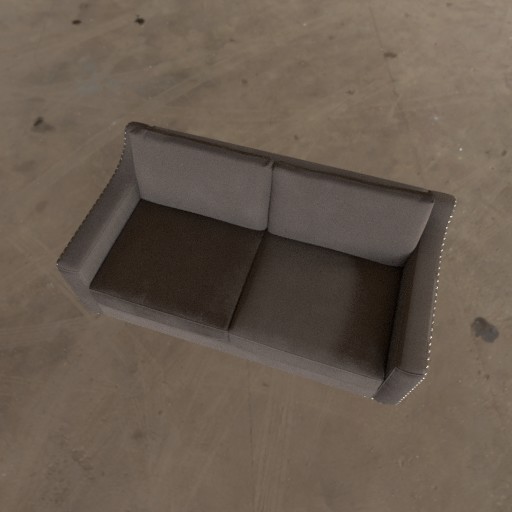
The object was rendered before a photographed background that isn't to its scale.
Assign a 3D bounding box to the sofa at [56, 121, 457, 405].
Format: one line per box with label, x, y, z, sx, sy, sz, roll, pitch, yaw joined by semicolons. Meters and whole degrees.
sofa;0.000;0.000;3.317;2.550;1.196;1.336;15;59;9
